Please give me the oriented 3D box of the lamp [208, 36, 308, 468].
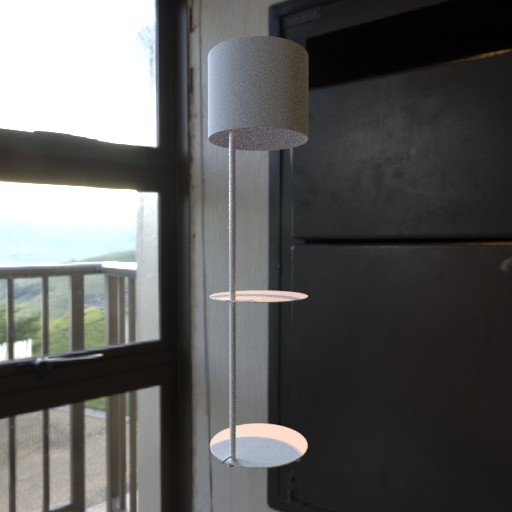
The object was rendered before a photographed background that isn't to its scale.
[{"bbox_3d":[0.000,0.000,1.657,0.372,1.465,0.405,1,2,36],"label":"lamp"}]
